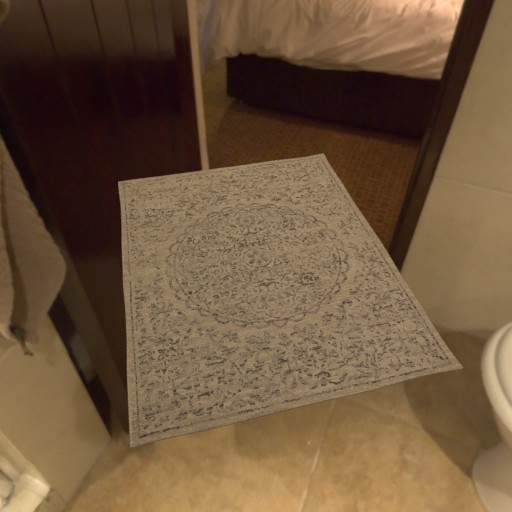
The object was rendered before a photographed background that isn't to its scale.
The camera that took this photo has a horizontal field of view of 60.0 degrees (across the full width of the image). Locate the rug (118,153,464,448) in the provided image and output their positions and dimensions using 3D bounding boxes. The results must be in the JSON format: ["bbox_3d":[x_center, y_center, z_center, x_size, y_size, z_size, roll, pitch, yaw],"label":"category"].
[{"bbox_3d":[0.000,0.000,3.975,2.343,0.026,2.925,-10,46,-10],"label":"rug"}]
